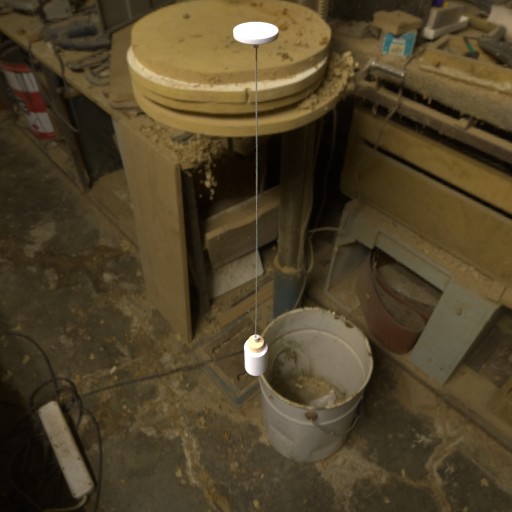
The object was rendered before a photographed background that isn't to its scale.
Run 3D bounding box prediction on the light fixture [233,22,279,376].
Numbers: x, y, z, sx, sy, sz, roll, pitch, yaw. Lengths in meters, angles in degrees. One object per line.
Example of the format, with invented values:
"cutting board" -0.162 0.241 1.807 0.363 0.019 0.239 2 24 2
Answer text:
"light fixture" 0.000 0.000 1.869 0.125 1.798 0.125 -32 54 -27
